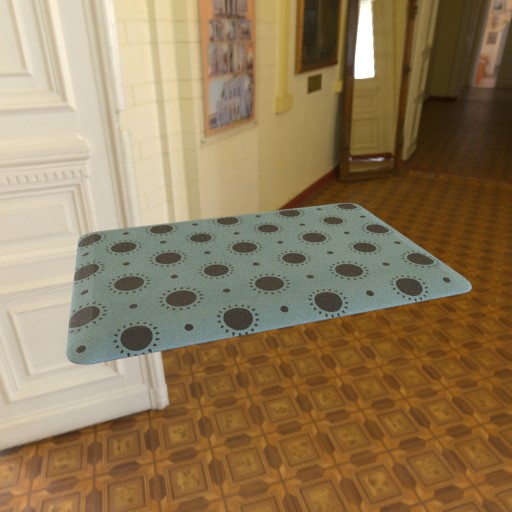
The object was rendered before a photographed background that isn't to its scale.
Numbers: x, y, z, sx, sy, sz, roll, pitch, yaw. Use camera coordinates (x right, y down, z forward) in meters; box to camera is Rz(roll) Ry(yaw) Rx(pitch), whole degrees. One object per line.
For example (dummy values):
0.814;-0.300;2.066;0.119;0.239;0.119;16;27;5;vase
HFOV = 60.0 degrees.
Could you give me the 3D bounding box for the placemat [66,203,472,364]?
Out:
0.000;0.000;0.979;0.762;0.021;0.508;-8;28;-15;placemat
